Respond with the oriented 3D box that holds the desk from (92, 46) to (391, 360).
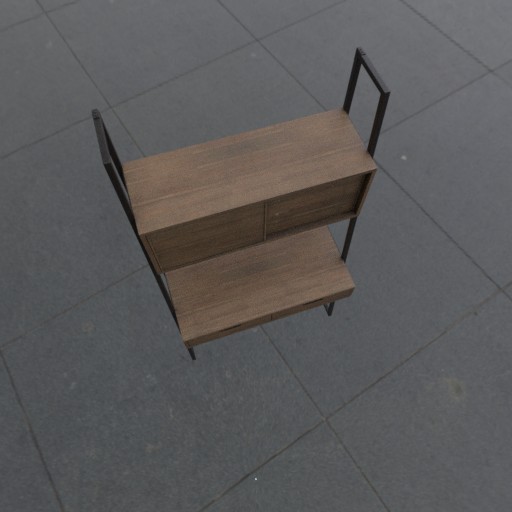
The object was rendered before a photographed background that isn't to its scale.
[{"bbox_3d":[0.000,0.000,2.233,0.982,1.809,0.515,-17,64,-8],"label":"desk"}]
